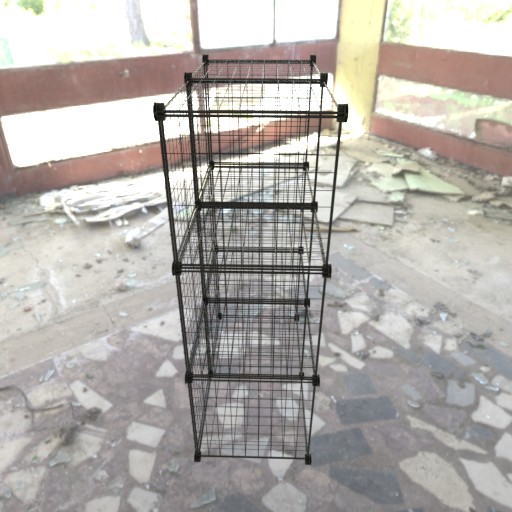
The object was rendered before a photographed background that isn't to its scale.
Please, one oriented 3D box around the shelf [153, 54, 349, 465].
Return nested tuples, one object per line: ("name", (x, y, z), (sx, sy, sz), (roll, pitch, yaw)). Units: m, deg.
("shelf", (0.000, 0.000, 1.377), (0.356, 1.067, 0.711), (1, 31, 1))
